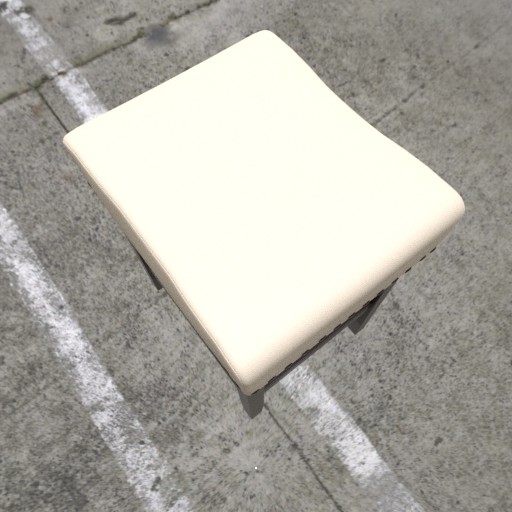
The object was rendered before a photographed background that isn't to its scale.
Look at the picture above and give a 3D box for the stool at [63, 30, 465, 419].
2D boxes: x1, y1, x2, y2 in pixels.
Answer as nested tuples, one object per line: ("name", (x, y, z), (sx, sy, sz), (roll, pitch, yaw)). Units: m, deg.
("stool", (0.000, 0.000, 0.905), (0.401, 0.609, 0.471), (-35, 69, -15))
